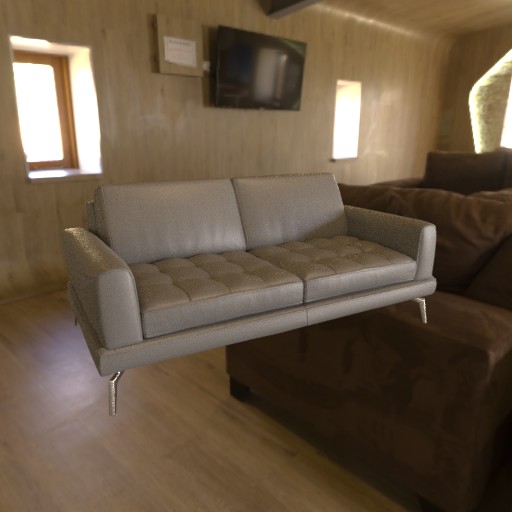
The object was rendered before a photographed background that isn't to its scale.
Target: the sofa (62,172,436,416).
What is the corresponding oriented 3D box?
[{"bbox_3d":[0.000,0.000,2.801,2.177,0.930,1.121,-8,18,-28],"label":"sofa"}]
